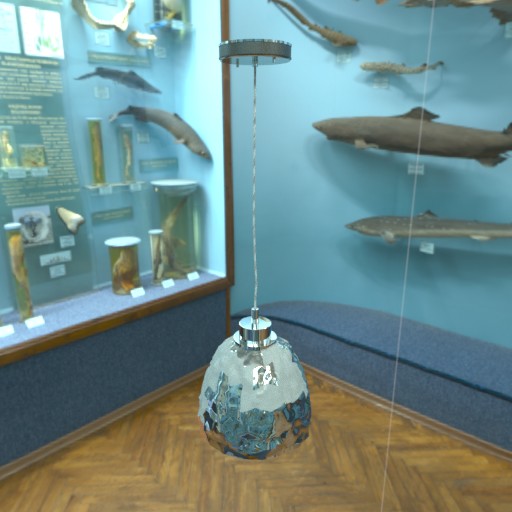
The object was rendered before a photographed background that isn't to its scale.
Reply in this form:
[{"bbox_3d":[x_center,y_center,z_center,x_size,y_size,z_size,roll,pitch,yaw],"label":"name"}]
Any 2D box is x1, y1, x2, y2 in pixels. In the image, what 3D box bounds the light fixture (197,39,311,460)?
[{"bbox_3d":[0.000,0.000,1.741,0.496,1.511,0.500,16,23,42],"label":"light fixture"}]
